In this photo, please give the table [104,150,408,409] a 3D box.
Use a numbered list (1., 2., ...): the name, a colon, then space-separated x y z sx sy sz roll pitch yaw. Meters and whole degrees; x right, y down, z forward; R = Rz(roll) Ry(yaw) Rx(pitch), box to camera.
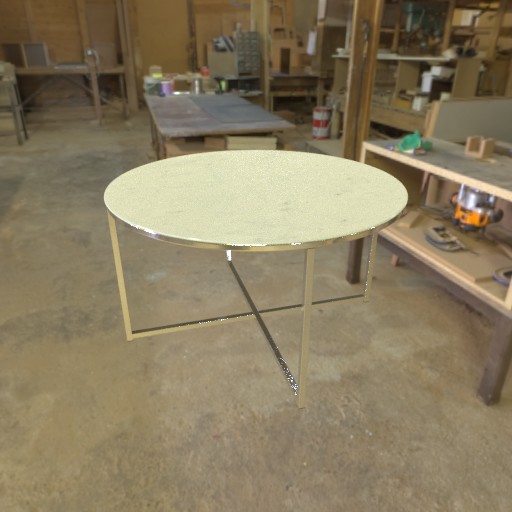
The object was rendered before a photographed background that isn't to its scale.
1. table: 0.000 0.000 1.319 0.800 0.450 0.800 0 26 0
